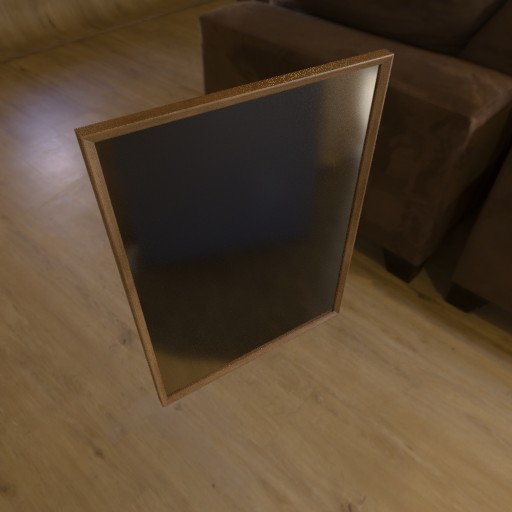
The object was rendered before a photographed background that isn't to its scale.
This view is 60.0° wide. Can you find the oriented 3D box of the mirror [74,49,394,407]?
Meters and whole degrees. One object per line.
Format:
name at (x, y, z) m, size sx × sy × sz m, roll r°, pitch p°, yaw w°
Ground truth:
mirror at (0.000, 0.000, 1.298) m, size 0.762 × 1.016 × 0.041 m, roll -23°, pitch 49°, yaw -22°
